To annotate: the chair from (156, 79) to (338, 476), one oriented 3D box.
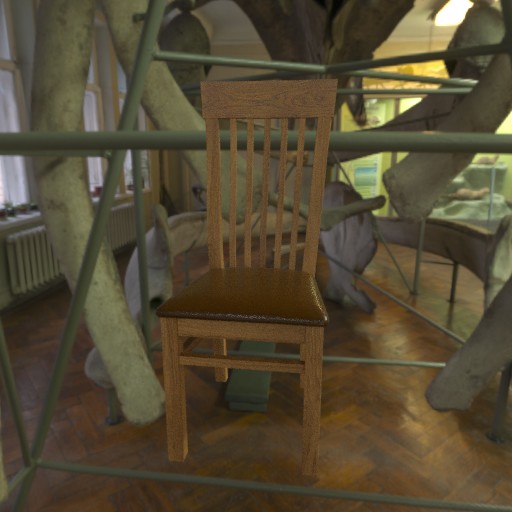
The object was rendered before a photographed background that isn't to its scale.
[{"bbox_3d":[0.000,0.000,1.328,0.450,1.050,0.580,2,15,8],"label":"chair"}]
